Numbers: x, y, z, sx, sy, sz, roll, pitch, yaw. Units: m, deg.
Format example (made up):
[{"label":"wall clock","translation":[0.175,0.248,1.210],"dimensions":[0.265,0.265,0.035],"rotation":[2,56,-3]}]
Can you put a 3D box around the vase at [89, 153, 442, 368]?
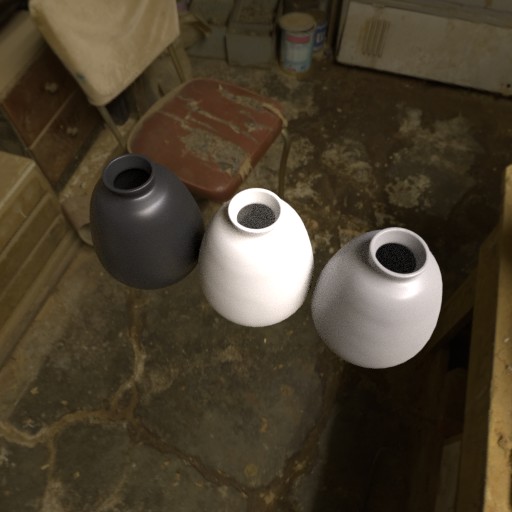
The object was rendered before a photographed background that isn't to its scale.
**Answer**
[{"label":"vase","translation":[0.000,0.000,0.359],"dimensions":[0.297,0.122,0.097],"rotation":[17,59,11]}]
